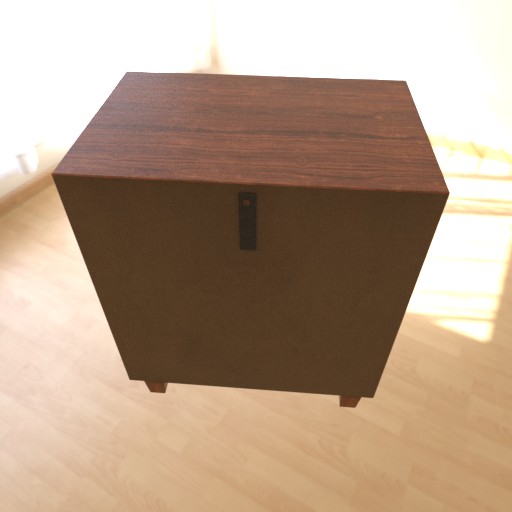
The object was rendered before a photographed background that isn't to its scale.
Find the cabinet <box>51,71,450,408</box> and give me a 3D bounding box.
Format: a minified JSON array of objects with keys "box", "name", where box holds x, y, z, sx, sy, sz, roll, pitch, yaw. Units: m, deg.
[{"box":[0.000,0.000,1.054,0.607,0.695,0.410,3,44,3],"name":"cabinet"}]
